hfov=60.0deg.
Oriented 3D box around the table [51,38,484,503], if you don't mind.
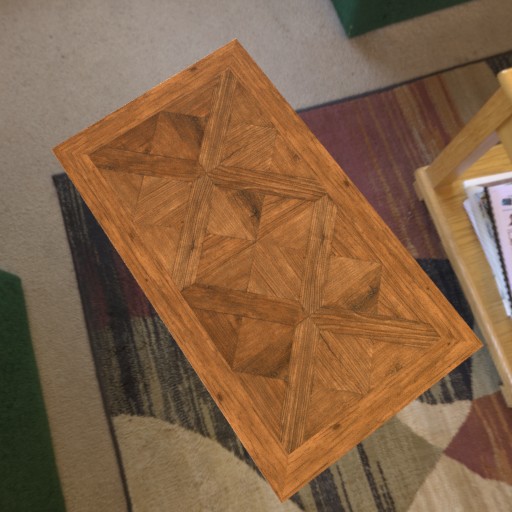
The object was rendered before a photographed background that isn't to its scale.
[{"bbox_3d":[0.000,0.000,1.697,0.800,0.410,1.400,-34,79,-8],"label":"table"}]
